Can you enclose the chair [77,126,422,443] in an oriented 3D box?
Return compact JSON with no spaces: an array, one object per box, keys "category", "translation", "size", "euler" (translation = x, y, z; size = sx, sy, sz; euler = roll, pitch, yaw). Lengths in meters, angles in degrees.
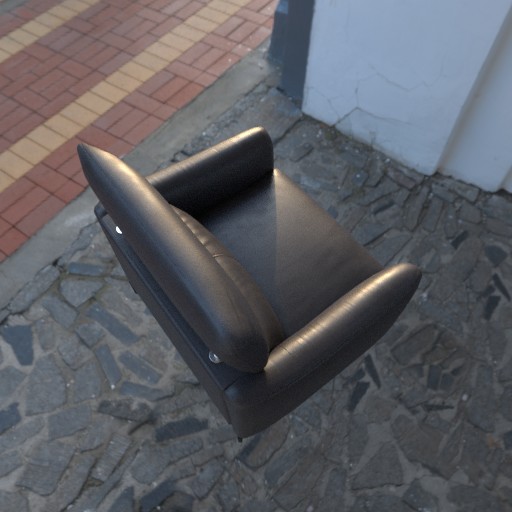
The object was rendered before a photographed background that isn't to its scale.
[{"category":"chair","translation":[0.000,0.000,1.643],"size":[0.809,0.949,0.976],"euler":[-33,64,-19]}]
